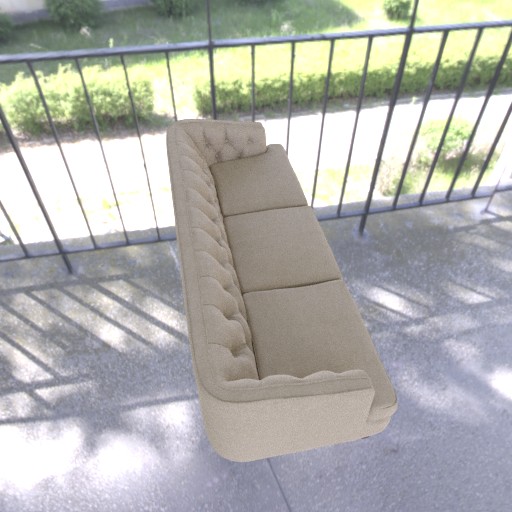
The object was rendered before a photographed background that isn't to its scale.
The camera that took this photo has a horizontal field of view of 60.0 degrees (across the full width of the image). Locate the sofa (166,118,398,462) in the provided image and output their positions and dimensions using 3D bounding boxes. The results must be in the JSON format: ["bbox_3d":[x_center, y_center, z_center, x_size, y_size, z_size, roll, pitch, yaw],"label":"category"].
[{"bbox_3d":[0.000,0.000,2.743,0.913,0.788,2.235,-8,47,-8],"label":"sofa"}]
